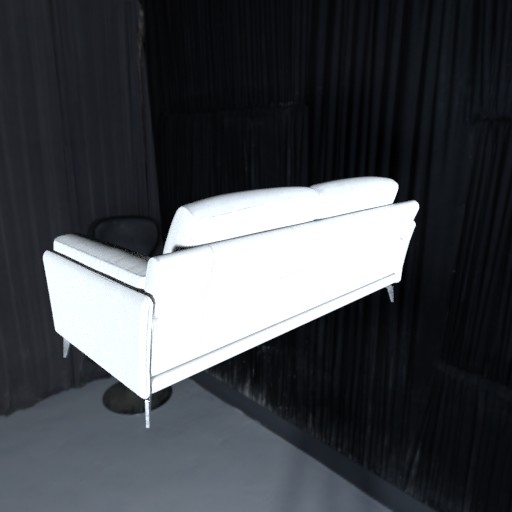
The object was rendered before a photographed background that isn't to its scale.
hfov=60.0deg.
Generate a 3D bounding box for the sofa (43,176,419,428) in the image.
[{"bbox_3d":[0.000,0.000,2.665,2.101,0.930,1.049,-15,21,-43],"label":"sofa"}]
